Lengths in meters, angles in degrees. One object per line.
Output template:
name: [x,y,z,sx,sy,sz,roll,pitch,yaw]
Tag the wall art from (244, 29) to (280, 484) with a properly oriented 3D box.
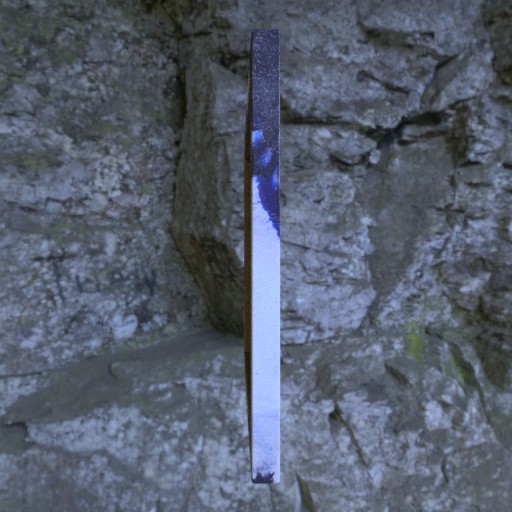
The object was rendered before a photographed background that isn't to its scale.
wall art: [0.000,0.000,0.895,0.039,0.609,0.609,0,0,-3]
